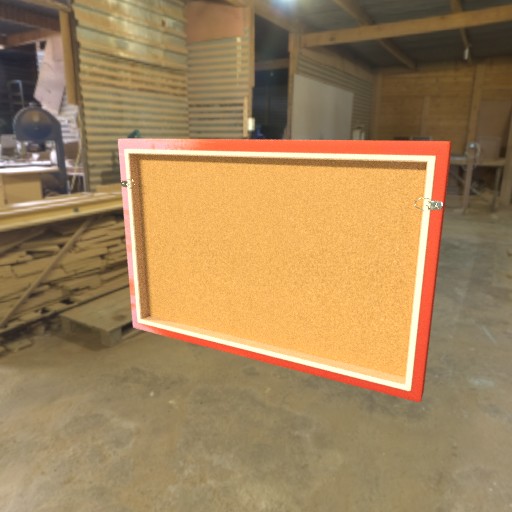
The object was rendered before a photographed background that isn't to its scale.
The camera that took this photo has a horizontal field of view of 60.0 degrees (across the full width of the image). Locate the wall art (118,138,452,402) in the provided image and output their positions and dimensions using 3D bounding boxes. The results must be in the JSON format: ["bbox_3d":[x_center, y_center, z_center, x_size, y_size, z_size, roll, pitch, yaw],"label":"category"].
[{"bbox_3d":[0.000,0.000,1.201,0.913,0.609,0.040,8,17,27],"label":"wall art"}]
